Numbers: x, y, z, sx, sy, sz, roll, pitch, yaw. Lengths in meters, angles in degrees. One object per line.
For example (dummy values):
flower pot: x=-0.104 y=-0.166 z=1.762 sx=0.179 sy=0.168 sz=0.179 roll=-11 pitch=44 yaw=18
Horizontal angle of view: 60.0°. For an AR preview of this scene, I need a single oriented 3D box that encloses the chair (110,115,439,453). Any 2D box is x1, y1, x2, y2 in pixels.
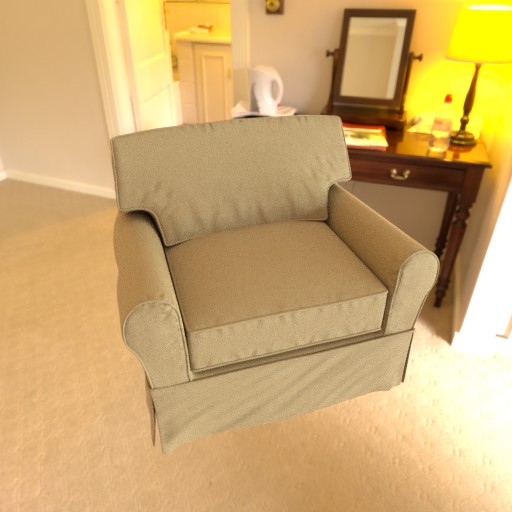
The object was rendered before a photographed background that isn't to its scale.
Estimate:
chair: x=0.000 y=0.000 z=1.786 sx=1.096 sy=0.937 sz=0.903 roll=-9 pitch=33 yaw=-15
